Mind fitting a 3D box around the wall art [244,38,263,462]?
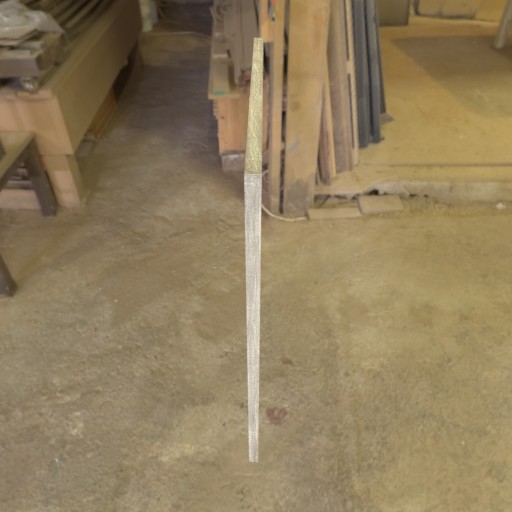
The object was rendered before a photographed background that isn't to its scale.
[{"bbox_3d":[0.000,0.000,1.343,0.035,1.022,0.781,0,41,0],"label":"wall art"}]
